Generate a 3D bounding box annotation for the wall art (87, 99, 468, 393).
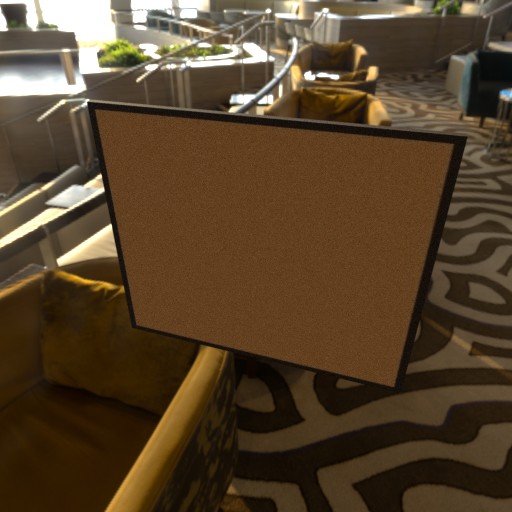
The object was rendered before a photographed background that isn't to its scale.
[{"bbox_3d":[0.000,0.000,1.400,1.033,0.875,0.023,10,34,15],"label":"wall art"}]
